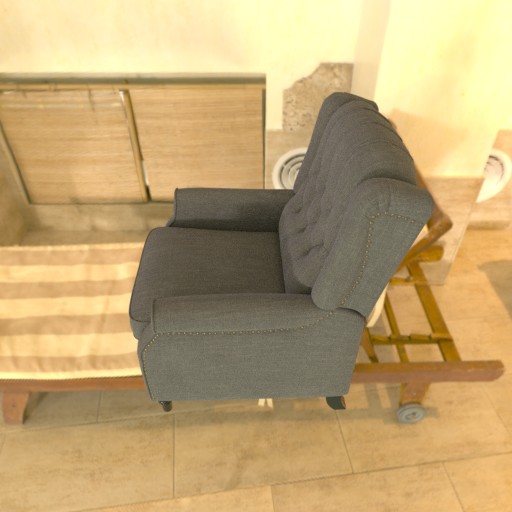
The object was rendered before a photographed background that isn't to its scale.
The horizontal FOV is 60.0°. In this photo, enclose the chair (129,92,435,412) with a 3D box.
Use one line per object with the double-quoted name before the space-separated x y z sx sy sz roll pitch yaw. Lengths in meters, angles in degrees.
"chair" 0.000 0.000 1.636 0.898 1.035 0.742 -1 41 -1
